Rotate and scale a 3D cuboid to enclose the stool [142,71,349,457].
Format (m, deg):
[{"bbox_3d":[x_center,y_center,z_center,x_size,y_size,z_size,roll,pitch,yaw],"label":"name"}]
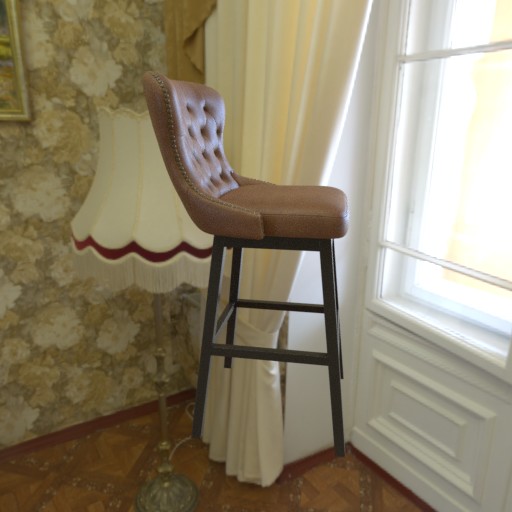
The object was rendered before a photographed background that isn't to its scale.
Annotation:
[{"bbox_3d":[0.000,0.000,1.383,0.601,1.050,0.528,3,17,10],"label":"stool"}]
